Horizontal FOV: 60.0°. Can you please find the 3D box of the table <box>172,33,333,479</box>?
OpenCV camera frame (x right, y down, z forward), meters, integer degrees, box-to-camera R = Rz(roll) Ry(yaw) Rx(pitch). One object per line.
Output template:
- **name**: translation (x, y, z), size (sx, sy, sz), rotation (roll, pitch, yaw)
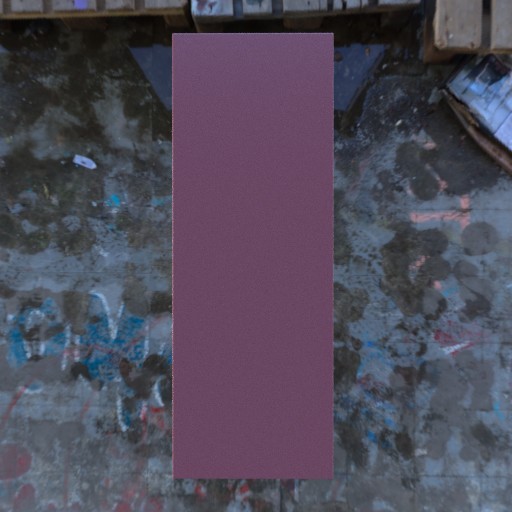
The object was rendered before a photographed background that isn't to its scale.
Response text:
- **table**: translation (0.000, 0.000, 1.438), size (0.397, 0.753, 1.068), rotation (0, 90, 0)
